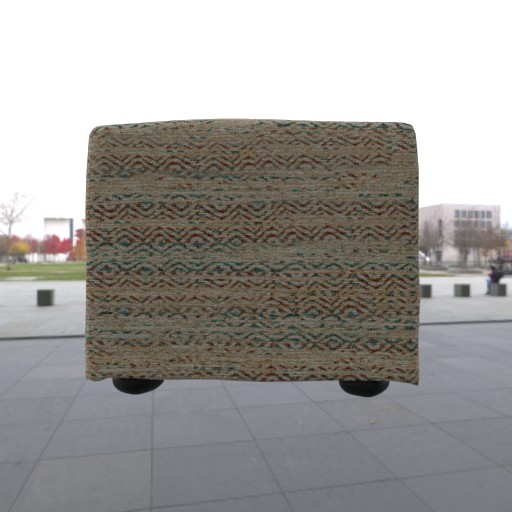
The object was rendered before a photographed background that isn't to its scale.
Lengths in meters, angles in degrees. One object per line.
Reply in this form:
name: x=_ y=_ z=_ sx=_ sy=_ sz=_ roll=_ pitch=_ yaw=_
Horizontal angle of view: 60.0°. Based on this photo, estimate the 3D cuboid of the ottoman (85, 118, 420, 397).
ottoman: x=0.000 y=0.000 z=0.912 sx=0.512 sy=0.453 sz=0.521 roll=0 pitch=0 yaw=2
